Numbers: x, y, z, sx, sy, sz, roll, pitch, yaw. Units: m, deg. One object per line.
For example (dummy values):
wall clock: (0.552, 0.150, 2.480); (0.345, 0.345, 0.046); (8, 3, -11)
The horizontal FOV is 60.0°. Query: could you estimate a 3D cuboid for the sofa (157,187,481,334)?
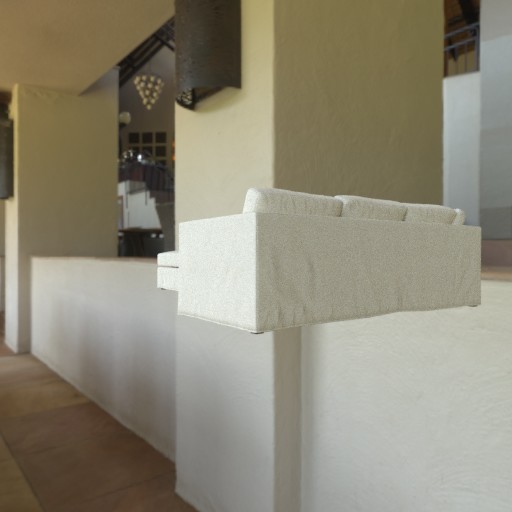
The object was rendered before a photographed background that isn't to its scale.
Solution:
sofa: (0.000, 0.000, 4.587); (2.448, 0.882, 3.464); (0, 0, -35)
